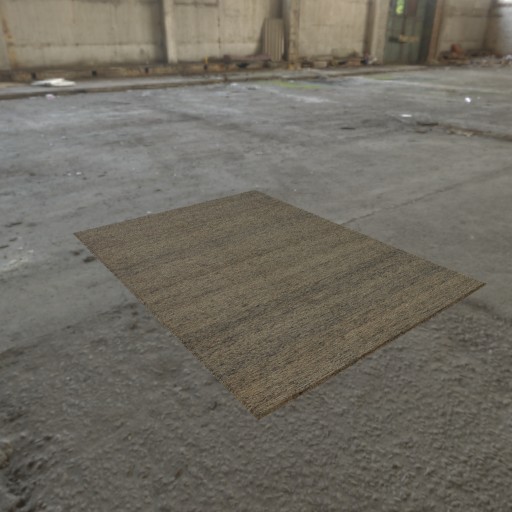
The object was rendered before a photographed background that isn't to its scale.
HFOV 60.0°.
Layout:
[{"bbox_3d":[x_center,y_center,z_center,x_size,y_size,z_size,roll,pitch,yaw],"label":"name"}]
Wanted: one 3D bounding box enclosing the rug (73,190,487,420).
[{"bbox_3d":[0.000,0.000,4.183,2.414,0.036,3.199,-19,32,-33],"label":"rug"}]
